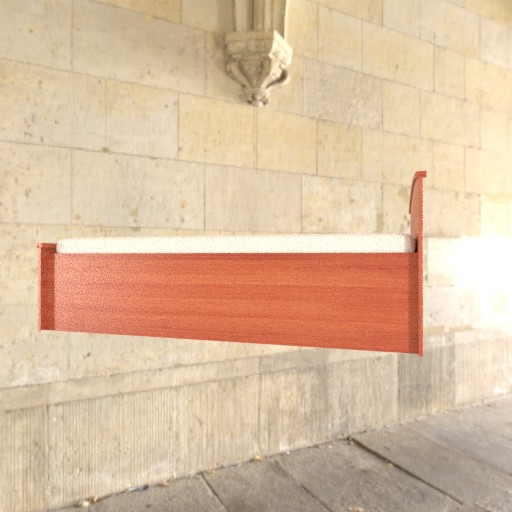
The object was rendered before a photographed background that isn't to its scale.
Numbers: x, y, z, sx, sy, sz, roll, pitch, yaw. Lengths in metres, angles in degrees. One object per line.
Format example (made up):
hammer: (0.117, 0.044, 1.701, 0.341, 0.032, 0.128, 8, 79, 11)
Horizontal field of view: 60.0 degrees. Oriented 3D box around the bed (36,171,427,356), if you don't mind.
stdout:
bed: (0.000, 0.000, 2.970, 2.053, 0.848, 1.683, 0, 0, 18)
